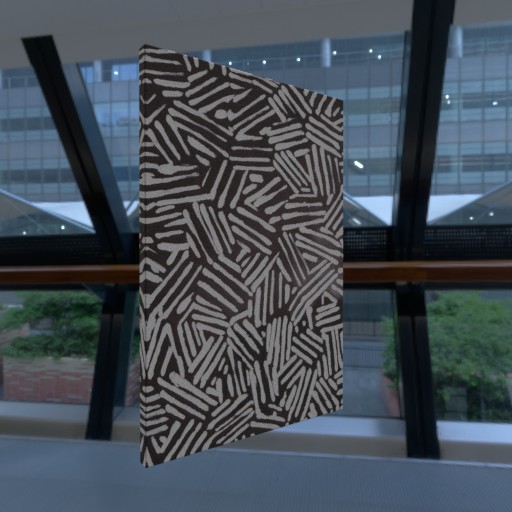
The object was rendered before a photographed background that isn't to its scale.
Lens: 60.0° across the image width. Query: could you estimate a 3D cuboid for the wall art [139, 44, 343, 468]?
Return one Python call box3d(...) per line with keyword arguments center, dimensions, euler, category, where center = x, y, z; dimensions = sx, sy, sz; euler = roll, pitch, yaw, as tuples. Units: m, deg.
box3d(center=(0.000, 0.000, 1.149), dimensions=(0.615, 0.918, 0.035), euler=(0, 1, -36), category="wall art")
